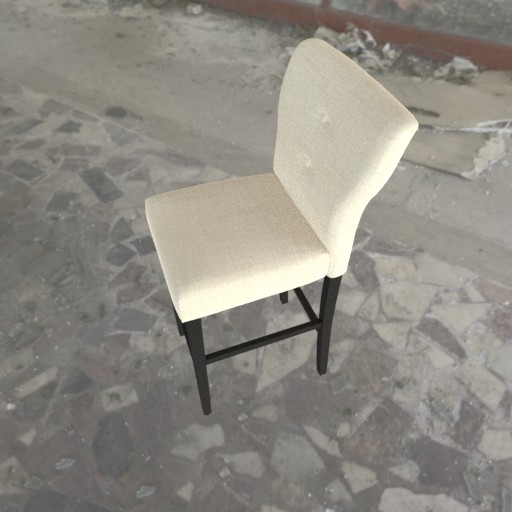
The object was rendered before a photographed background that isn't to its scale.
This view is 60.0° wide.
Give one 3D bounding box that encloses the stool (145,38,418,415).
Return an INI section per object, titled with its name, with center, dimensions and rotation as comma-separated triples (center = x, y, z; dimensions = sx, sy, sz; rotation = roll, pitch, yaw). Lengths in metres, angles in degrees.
[stool]
center = 0.000, 0.000, 1.436
dimensions = 0.603, 1.124, 0.516
rotation = -15, 48, -14
